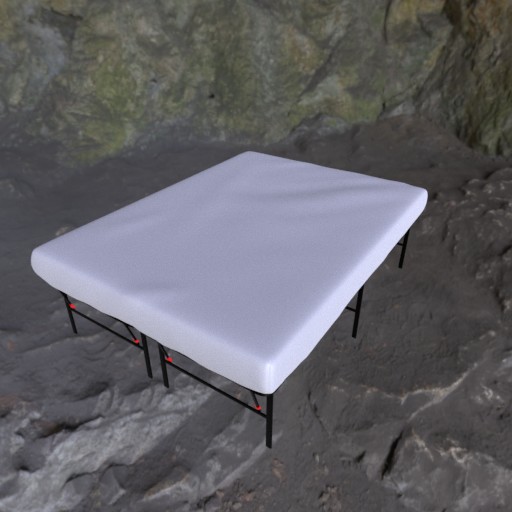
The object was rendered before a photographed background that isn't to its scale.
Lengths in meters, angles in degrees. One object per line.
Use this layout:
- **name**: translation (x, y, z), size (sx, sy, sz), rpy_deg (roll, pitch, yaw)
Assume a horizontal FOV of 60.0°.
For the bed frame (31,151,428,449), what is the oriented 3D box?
- **bed frame**: translation (0.000, 0.000, 2.909), size (1.584, 0.667, 2.151), rpy_deg (19, 36, 29)
